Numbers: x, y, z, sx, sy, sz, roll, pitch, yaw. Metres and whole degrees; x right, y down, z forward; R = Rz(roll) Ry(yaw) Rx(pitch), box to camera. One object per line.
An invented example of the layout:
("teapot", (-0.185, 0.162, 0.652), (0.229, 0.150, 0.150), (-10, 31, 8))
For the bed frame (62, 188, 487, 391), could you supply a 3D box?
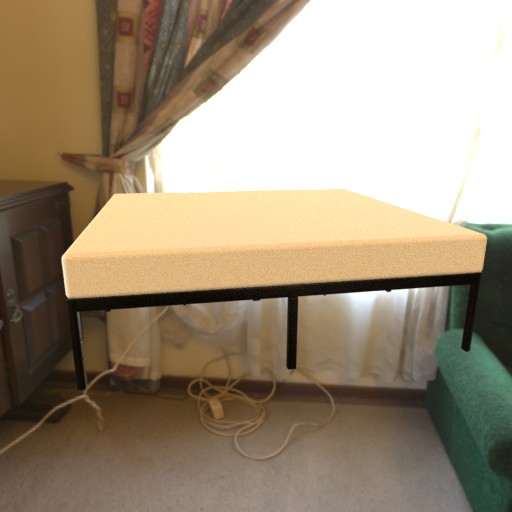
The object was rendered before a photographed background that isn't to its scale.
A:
("bed frame", (0.000, 0.000, 3.084), (2.079, 0.659, 1.963), (-3, 16, -10))
